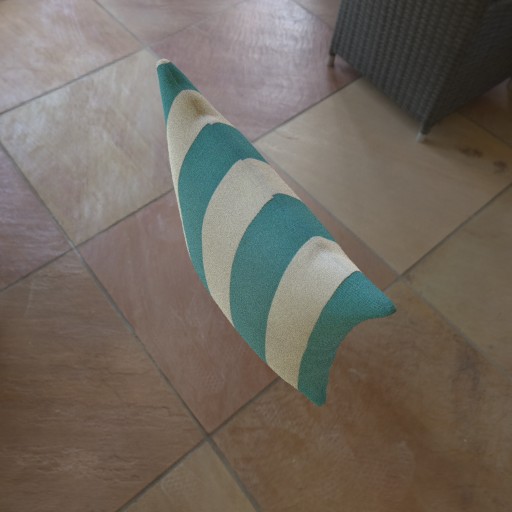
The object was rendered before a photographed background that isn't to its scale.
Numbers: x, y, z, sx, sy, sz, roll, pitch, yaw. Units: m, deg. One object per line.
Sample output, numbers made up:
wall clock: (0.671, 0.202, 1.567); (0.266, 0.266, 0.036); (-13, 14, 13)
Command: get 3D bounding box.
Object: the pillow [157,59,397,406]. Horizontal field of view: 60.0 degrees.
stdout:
pillow: (0.000, 0.000, 0.813); (0.189, 0.526, 0.536); (-32, 65, -17)
